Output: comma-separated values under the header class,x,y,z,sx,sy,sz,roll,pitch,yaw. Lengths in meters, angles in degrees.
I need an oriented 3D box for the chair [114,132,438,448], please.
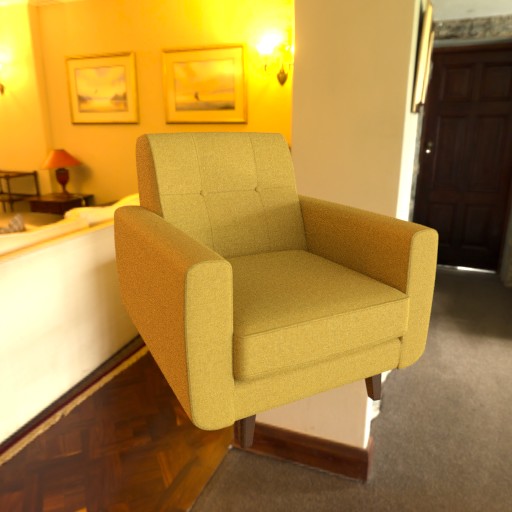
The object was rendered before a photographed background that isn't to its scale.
class,x,y,z,sx,sy,sz,roll,pitch,yaw
chair,0.000,0.000,1.564,0.831,0.841,0.909,-8,18,-27
